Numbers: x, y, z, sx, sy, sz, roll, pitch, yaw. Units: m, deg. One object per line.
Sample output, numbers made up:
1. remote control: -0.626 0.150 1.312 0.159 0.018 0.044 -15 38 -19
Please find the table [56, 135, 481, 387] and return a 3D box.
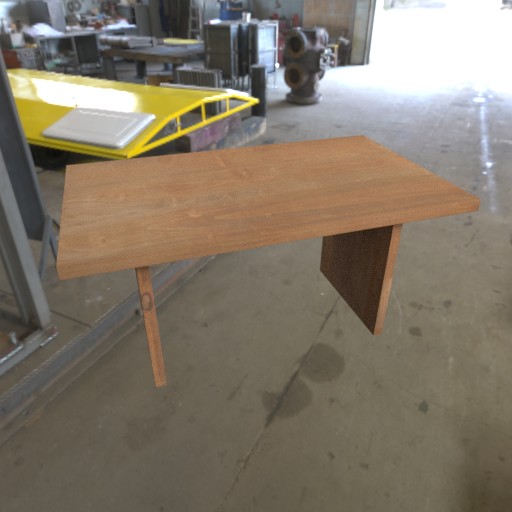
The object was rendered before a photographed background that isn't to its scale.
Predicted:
1. table: 0.000 0.000 2.164 1.609 0.780 0.946 -10 33 -15
